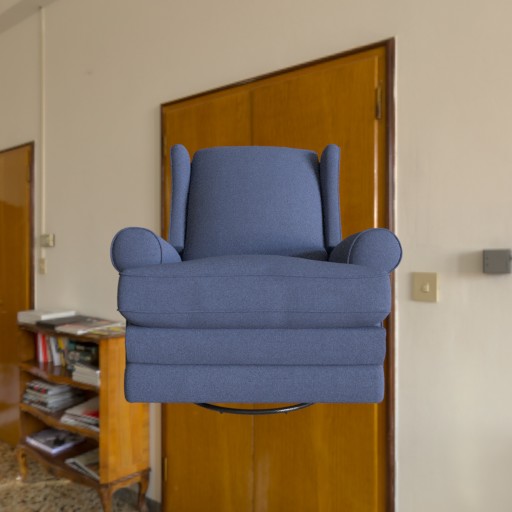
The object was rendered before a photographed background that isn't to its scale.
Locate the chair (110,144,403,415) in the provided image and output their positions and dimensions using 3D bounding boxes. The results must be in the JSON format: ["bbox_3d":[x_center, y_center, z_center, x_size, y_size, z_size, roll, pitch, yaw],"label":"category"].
[{"bbox_3d":[0.000,0.000,1.735,0.971,1.020,0.877,0,0,0],"label":"chair"}]
